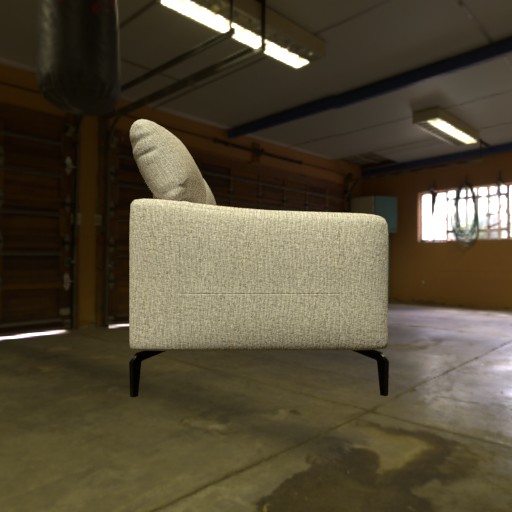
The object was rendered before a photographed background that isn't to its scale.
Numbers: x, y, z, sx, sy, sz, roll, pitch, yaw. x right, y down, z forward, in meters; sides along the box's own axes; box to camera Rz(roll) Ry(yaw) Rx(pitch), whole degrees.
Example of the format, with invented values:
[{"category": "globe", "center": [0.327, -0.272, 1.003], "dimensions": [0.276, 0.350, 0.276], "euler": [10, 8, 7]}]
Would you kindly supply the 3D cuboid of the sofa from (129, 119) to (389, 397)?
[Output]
[{"category": "sofa", "center": [0.000, 0.000, 2.172], "dimensions": [0.905, 0.950, 1.540], "euler": [0, -1, -1]}]
